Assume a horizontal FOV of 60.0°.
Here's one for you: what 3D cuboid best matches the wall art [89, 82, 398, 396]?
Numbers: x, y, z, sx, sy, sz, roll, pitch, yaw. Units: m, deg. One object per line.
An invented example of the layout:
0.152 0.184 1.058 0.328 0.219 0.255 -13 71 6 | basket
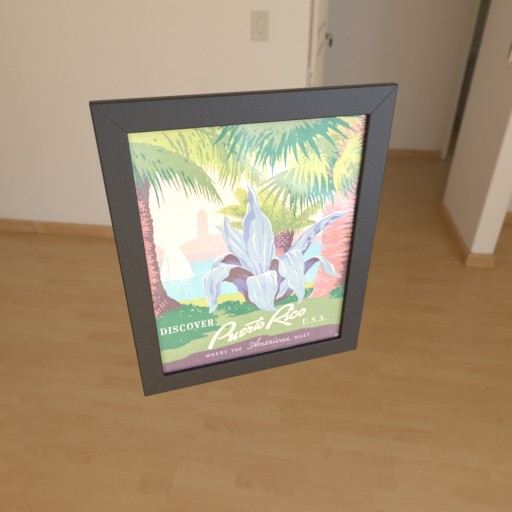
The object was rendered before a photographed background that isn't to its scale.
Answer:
0.000 0.000 0.821 0.481 0.582 0.018 -9 32 -14 | wall art
